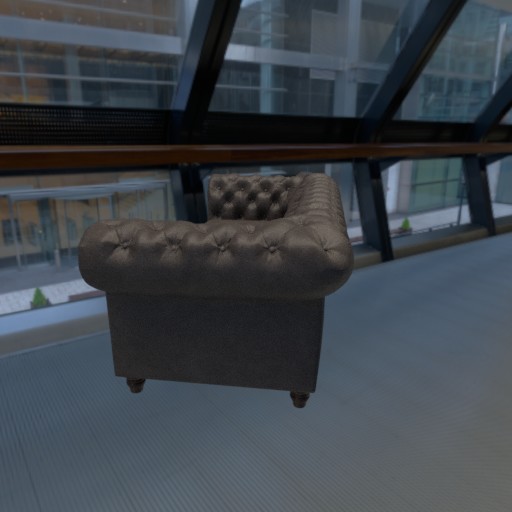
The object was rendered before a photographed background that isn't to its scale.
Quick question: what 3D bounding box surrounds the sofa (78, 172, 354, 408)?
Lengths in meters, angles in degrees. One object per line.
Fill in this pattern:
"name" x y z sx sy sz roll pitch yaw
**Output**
"sofa" 0.000 0.000 2.471 0.944 0.779 2.048 2 16 8
